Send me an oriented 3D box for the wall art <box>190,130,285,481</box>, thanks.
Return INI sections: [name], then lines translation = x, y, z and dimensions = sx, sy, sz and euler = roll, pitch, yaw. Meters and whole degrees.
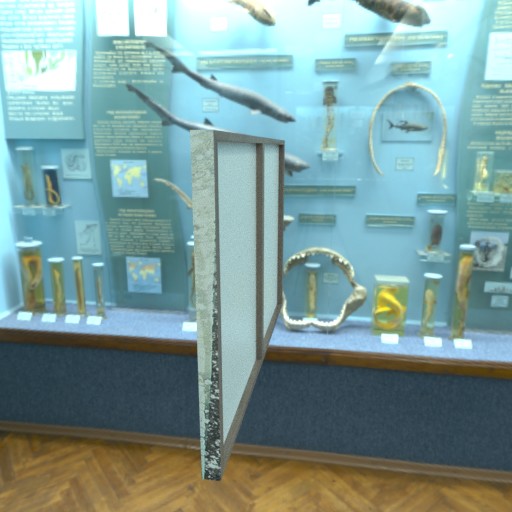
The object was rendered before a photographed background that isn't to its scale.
[wall art]
translation = 0.000, 0.000, 1.155
dimensions = 0.038, 0.598, 0.919
euler = 2, 14, 10
